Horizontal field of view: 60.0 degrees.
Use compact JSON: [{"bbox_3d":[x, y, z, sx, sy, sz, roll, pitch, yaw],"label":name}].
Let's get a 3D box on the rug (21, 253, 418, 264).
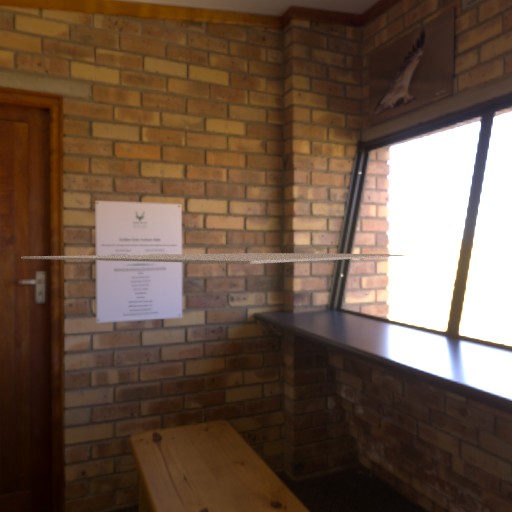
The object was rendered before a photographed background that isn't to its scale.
[{"bbox_3d":[0.000,0.000,2.220,1.143,0.008,1.753,1,1,34],"label":"rug"}]
